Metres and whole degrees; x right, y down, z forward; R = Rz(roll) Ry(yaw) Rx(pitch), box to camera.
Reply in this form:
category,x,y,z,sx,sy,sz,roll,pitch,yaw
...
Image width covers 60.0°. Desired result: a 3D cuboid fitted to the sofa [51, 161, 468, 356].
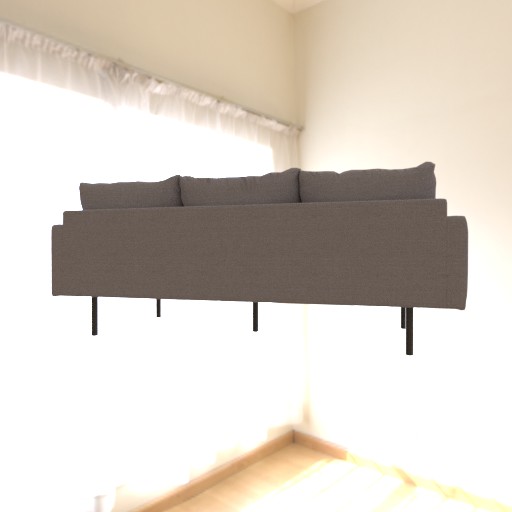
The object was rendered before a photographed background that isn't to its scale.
category,x,y,z,sx,sy,sz,roll,pitch,yaw
sofa,0.000,0.000,2.437,2.000,0.830,0.850,0,1,16
